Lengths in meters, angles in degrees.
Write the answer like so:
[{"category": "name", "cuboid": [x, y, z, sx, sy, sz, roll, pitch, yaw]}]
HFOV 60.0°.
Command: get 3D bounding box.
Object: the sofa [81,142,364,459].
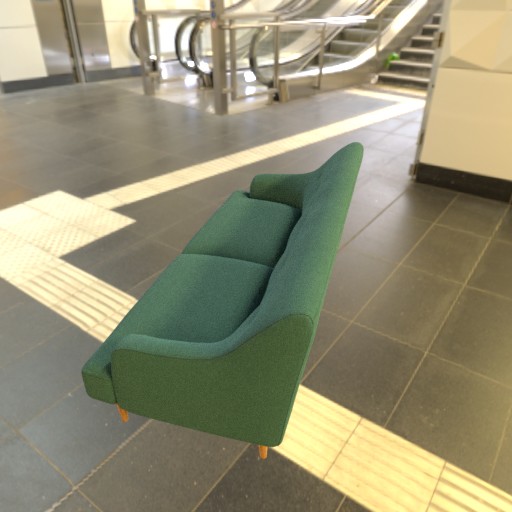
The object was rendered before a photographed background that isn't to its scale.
[{"category": "sofa", "cuboid": [0.000, 0.000, 2.549, 0.978, 0.871, 2.057, 9, 32, 14]}]
